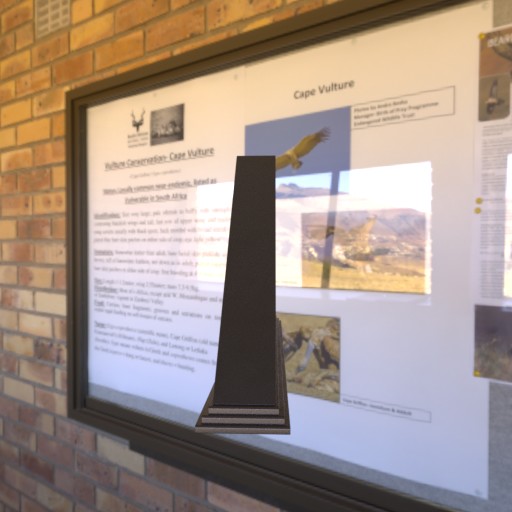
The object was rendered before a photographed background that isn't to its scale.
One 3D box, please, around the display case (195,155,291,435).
[{"bbox_3d":[0.000,0.000,0.755,0.095,0.340,0.640,0,1,2],"label":"display case"}]
